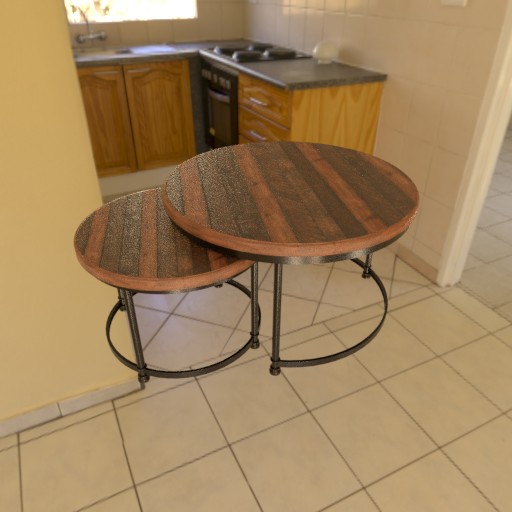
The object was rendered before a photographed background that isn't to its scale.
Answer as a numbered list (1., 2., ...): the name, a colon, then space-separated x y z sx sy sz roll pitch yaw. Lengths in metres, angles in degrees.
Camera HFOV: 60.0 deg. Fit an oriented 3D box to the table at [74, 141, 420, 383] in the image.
1. table: 0.000 0.000 1.607 1.152 0.516 0.870 -21 38 -30
